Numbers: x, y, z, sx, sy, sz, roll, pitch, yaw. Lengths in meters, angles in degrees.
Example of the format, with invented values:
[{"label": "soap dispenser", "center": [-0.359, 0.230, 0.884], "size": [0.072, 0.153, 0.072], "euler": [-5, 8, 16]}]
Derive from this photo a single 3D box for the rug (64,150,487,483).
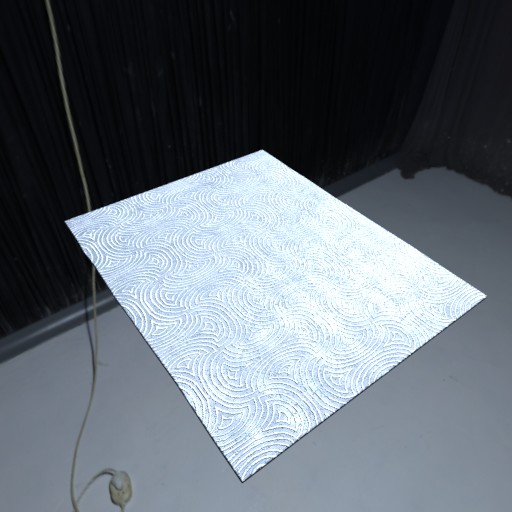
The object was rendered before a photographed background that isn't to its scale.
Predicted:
[{"label": "rug", "center": [0.000, 0.000, 3.980], "size": [2.456, 0.021, 3.042], "euler": [-26, 48, -26]}]
